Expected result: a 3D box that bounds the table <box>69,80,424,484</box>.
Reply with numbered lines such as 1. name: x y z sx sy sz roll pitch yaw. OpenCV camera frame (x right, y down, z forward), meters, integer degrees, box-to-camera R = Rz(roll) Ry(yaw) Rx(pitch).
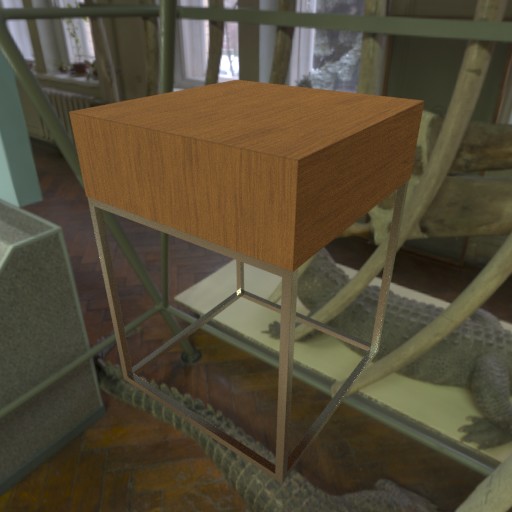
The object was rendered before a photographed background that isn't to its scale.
1. table: 0.000 0.000 0.827 0.398 0.540 0.397 20 35 31
